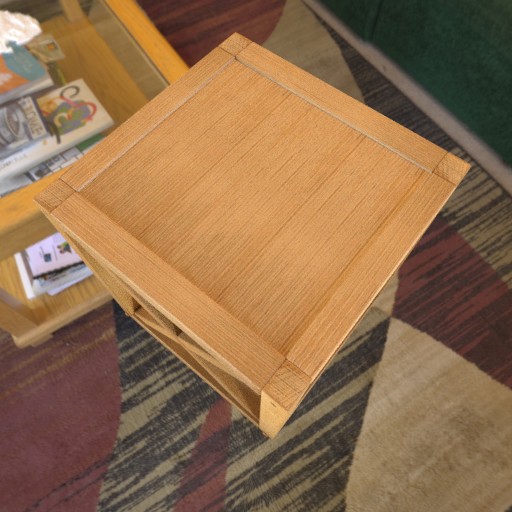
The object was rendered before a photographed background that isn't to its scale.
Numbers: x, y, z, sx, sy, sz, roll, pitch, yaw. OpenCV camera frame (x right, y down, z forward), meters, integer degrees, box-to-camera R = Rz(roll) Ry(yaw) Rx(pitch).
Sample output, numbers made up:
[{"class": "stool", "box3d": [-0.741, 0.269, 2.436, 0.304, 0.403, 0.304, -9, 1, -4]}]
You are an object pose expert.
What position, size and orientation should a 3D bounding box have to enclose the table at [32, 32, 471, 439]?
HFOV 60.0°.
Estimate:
[{"class": "table", "box3d": [0.000, 0.000, 1.055, 0.559, 0.610, 0.558, 36, 70, 16]}]
